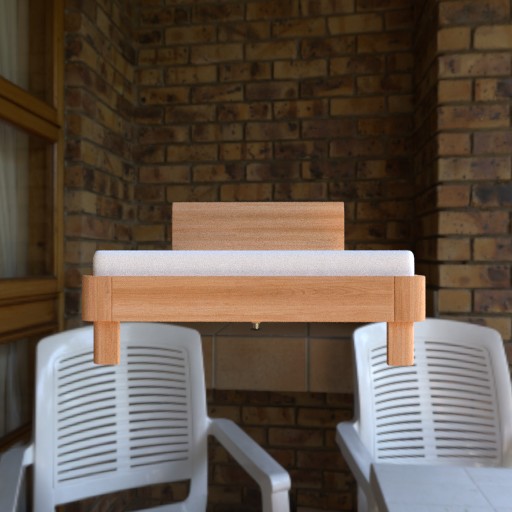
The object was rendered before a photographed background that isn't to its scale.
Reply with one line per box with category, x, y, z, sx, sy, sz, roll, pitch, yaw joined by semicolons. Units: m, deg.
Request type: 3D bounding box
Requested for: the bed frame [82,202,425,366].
bed frame;0.000;0.000;2.833;1.472;0.940;1.992;0;0;1
